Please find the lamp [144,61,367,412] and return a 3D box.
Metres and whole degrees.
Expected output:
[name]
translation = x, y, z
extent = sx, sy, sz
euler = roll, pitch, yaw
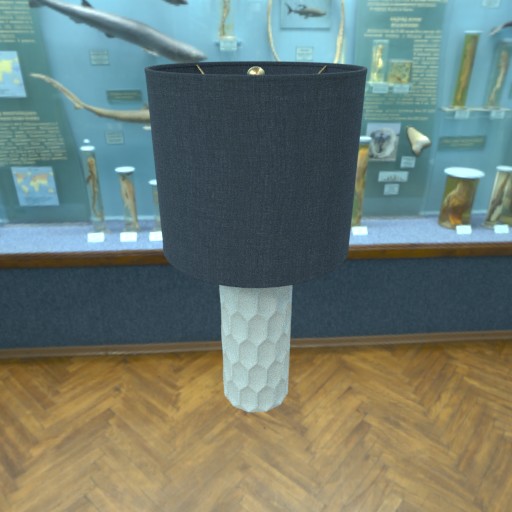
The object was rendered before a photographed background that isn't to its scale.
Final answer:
[lamp]
translation = 0.000, 0.000, 0.682
extent = 0.277, 0.537, 0.277
euler = -1, 26, -2
